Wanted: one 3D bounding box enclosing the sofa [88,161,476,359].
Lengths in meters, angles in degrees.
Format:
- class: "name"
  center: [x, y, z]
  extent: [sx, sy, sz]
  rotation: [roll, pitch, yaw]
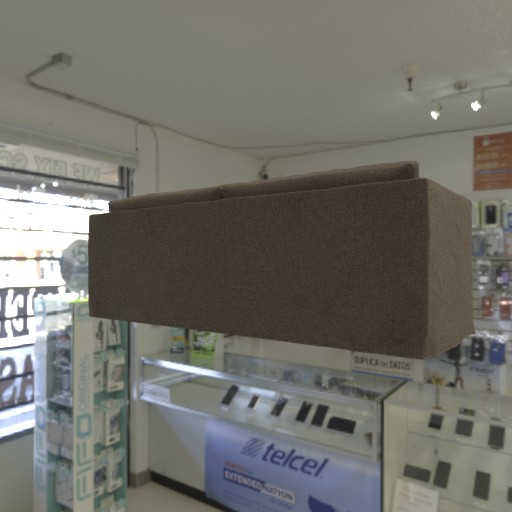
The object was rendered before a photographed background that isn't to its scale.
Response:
- class: "sofa"
  center: [0.000, 0.000, 3.262]
  extent: [2.779, 0.998, 1.036]
  rotation: [-1, -1, 37]
